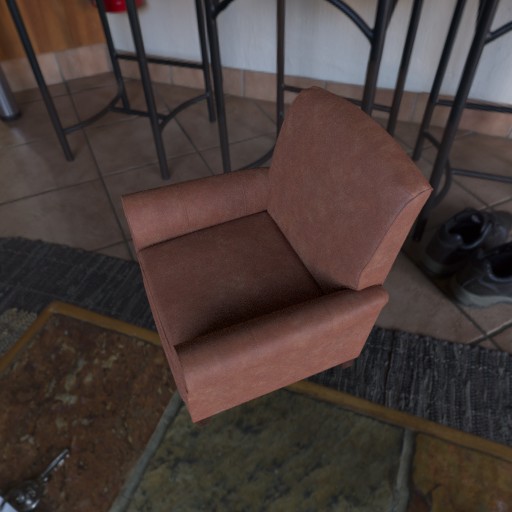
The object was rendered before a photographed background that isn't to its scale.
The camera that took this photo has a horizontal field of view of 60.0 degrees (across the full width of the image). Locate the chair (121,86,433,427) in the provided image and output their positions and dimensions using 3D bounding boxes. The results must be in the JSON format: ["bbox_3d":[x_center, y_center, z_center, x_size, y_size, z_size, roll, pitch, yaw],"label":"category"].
[{"bbox_3d":[0.000,0.000,1.805,0.902,1.061,0.978,-17,49,-16],"label":"chair"}]
